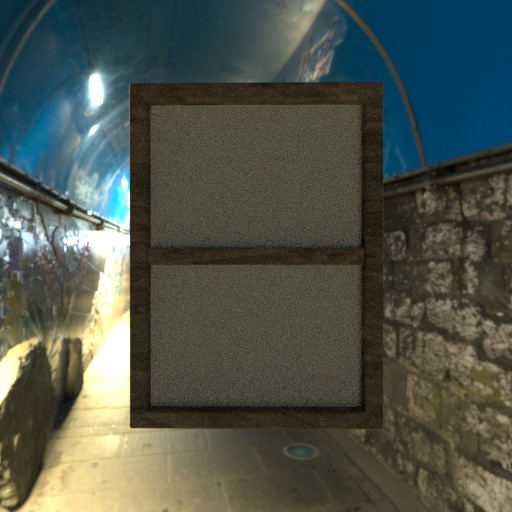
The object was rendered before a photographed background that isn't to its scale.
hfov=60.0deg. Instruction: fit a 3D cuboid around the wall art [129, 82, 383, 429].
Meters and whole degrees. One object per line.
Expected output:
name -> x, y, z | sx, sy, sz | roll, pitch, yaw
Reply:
wall art -> 0.000, 0.000, 0.788 | 0.443, 0.605, 0.035 | 0, 0, 1
